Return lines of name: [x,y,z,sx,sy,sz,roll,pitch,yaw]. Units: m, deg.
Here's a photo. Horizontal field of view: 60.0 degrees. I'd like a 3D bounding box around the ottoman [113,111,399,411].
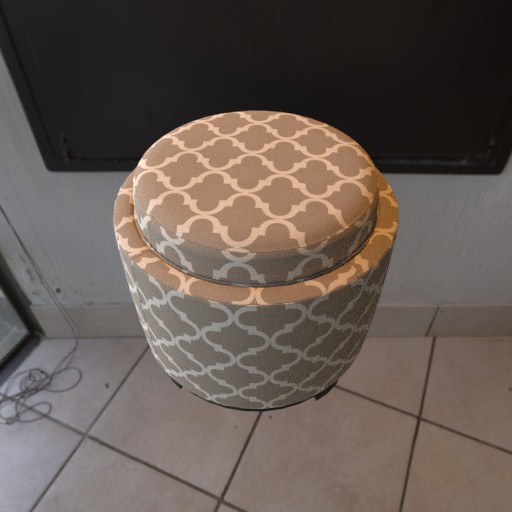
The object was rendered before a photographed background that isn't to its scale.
ottoman: [0.000,0.000,0.850,0.480,0.429,0.480,0,45,0]
